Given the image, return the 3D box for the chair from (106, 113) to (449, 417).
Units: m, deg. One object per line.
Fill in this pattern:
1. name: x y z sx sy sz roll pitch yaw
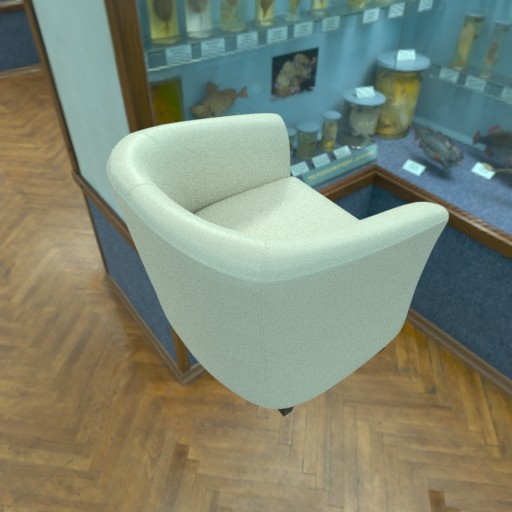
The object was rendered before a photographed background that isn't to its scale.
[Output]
1. chair: 0.000 0.000 1.397 0.727 0.756 0.792 -25 47 -26
